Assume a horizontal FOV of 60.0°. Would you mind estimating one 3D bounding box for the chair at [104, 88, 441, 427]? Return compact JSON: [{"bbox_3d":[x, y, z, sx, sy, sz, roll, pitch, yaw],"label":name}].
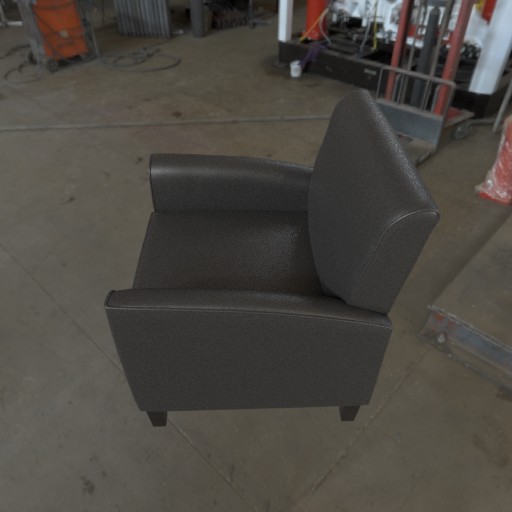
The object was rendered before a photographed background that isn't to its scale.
[{"bbox_3d":[0.000,0.000,1.544,0.819,0.916,0.820,-1,41,-1],"label":"chair"}]
